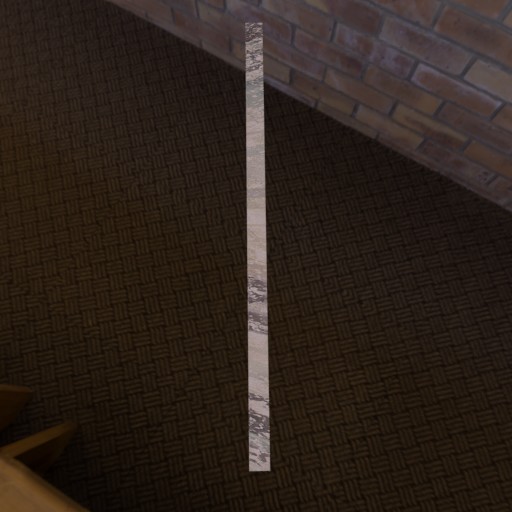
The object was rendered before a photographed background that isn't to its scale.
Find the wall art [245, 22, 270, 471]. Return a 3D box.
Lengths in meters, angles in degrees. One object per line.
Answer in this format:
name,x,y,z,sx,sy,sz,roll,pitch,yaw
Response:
wall art,0.000,0.000,1.158,0.038,0.598,0.919,-1,74,0
